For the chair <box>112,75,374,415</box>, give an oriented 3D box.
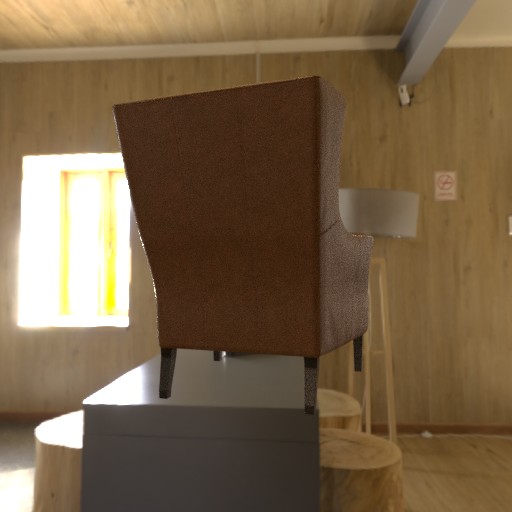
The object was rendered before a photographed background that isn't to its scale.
[{"bbox_3d":[0.000,0.000,1.728,0.852,1.016,0.925,-1,-2,19],"label":"chair"}]
